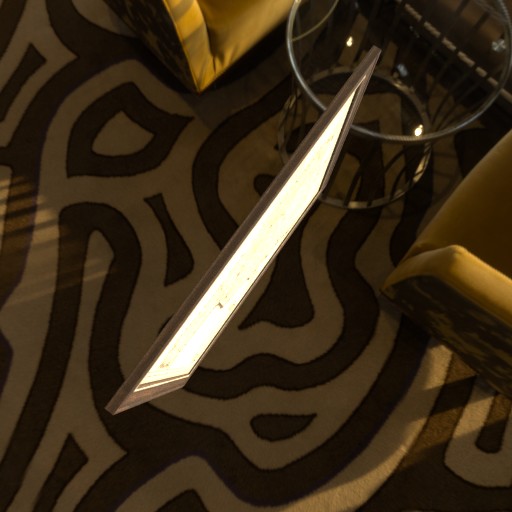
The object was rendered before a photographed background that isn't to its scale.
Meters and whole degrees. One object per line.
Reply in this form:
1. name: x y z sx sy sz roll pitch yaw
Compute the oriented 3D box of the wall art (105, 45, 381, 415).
1. wall art: 0.000 0.000 1.415 0.023 0.875 1.033 34 79 7
